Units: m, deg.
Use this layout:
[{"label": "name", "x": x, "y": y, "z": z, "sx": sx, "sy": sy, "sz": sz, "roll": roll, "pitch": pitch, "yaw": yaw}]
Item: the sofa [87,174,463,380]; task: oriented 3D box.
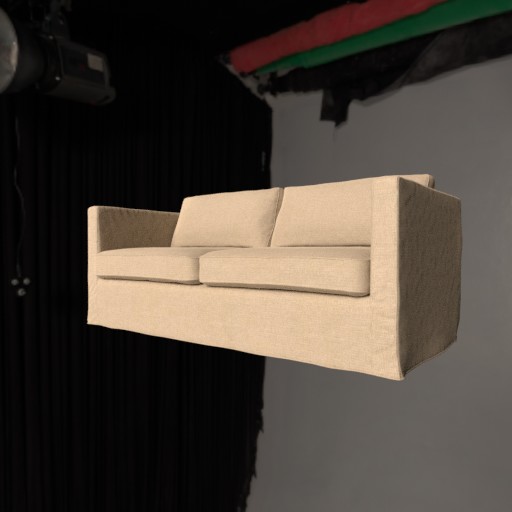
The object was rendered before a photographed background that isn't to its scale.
[{"label": "sofa", "x": 0.000, "y": 0.000, "z": 2.501, "sx": 1.987, "sy": 0.847, "sz": 0.956, "roll": 1, "pitch": 1, "yaw": 38}]
